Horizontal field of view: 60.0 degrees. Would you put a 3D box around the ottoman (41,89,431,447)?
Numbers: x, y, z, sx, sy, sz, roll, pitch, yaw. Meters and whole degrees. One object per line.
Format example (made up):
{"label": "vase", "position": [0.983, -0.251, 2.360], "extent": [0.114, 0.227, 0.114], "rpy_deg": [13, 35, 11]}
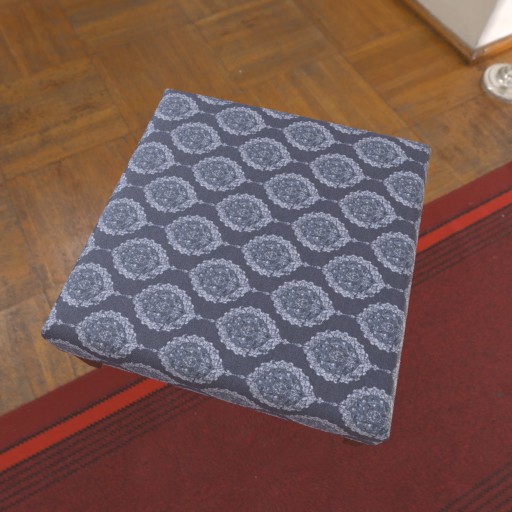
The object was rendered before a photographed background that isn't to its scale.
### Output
{"label": "ottoman", "position": [0.000, 0.000, 1.381], "extent": [0.890, 0.409, 0.889], "rpy_deg": [15, 64, 7]}
